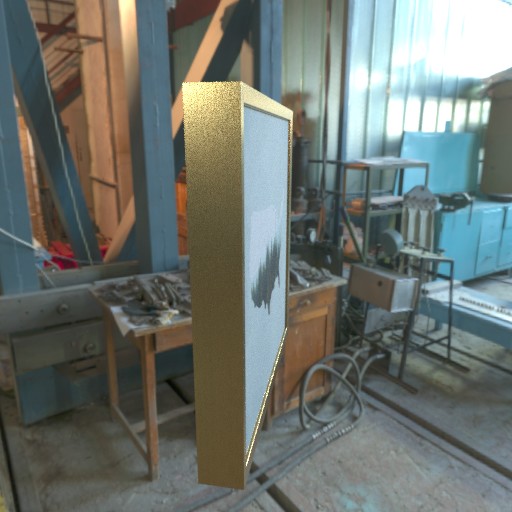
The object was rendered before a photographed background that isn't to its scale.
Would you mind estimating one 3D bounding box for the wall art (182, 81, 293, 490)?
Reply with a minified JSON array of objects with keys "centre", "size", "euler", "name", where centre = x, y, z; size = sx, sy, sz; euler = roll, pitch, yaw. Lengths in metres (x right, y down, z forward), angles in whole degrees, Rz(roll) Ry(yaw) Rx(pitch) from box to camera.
[{"centre":[0.000,0.000,0.461],"size":[0.038,0.304,0.304],"euler":[3,15,10],"name":"wall art"}]
